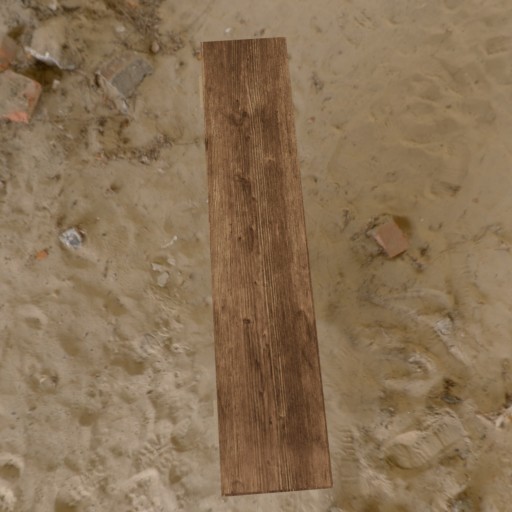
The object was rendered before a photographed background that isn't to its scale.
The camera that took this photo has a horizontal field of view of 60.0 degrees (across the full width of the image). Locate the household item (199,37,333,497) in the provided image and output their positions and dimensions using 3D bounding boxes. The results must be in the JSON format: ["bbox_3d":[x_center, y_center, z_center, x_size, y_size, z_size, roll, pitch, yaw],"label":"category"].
[{"bbox_3d":[0.000,0.000,2.004,0.390,0.615,1.800,-4,75,-1],"label":"household item"}]
